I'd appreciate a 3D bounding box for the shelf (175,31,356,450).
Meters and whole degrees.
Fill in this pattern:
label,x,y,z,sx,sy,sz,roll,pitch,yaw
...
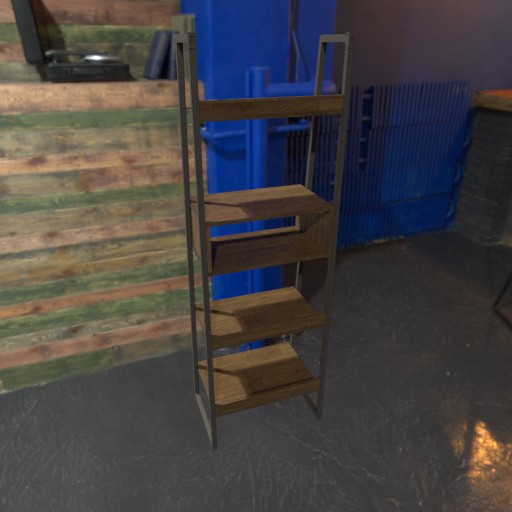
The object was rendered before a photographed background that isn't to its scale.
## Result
label,x,y,z,sx,sy,sz,roll,pitch,yaw
shelf,0.000,0.000,2.229,0.652,2.005,0.454,-9,27,-18
